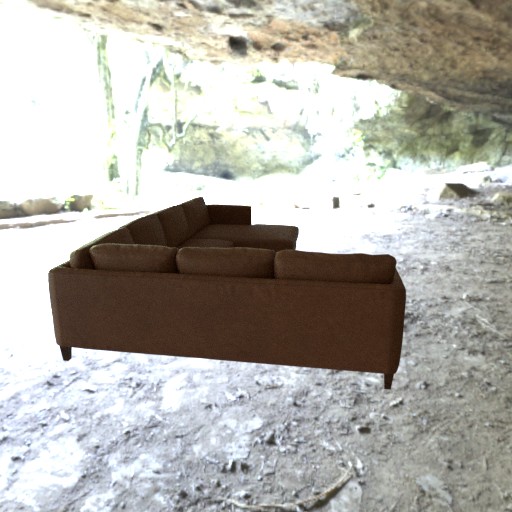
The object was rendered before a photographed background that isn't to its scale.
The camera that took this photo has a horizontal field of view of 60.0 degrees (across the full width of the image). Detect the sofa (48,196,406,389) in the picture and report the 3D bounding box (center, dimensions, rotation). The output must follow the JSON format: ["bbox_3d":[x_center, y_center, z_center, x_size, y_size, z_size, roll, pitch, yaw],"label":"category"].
[{"bbox_3d":[0.000,0.000,4.743,2.593,0.923,3.460,2,15,9],"label":"sofa"}]
